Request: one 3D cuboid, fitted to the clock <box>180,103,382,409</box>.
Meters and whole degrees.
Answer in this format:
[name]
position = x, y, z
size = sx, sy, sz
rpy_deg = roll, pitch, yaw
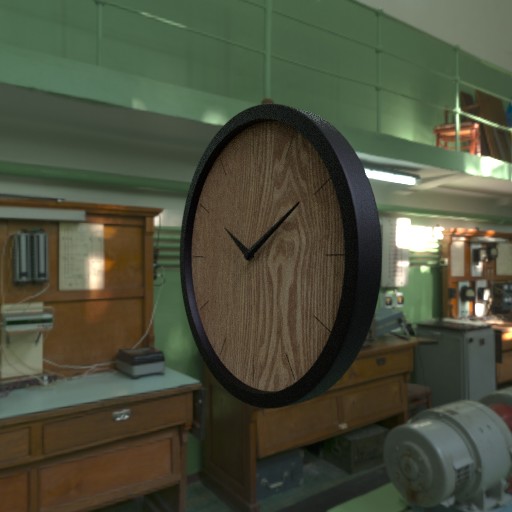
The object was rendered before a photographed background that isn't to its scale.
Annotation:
[clock]
position = 0.000, 0.000, 0.480
size = 0.029, 0.314, 0.314
rpy_deg = 0, -1, -36
